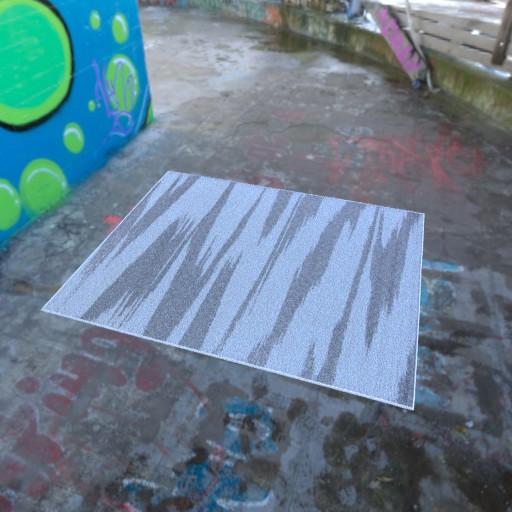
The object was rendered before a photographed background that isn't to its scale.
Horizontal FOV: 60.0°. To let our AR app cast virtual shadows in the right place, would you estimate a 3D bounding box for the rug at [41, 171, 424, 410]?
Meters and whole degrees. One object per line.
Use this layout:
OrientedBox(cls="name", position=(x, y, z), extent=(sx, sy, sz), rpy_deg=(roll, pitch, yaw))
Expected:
OrientedBox(cls="rug", position=(0.000, 0.000, 4.118), extent=(2.945, 0.014, 2.353), rpy_deg=(12, 42, 13))
